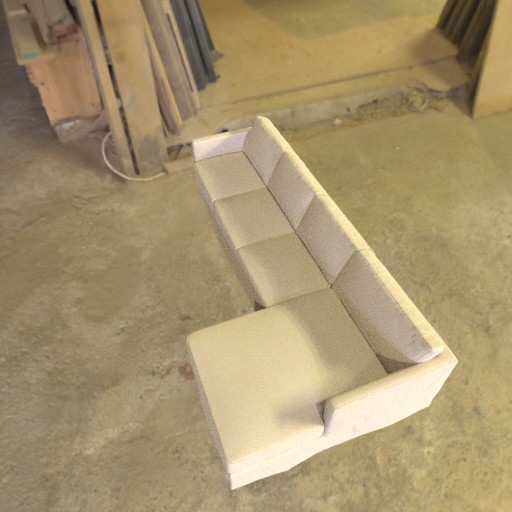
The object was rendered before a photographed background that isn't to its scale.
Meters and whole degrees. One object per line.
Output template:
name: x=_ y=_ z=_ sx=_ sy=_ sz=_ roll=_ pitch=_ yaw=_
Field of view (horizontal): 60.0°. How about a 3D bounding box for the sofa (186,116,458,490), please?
sofa: x=0.000 y=0.000 z=3.859 sx=1.622 sy=0.871 sz=3.206 roll=-16 pitch=49 yaw=-14
